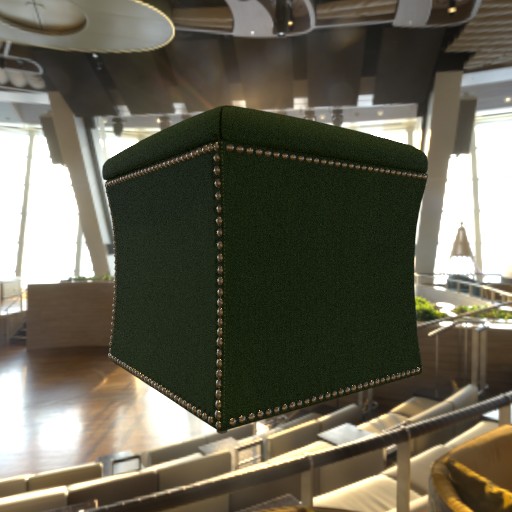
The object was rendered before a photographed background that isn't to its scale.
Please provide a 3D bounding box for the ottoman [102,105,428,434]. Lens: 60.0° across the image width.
[{"bbox_3d":[0.000,0.000,0.916,0.497,0.475,0.507,-1,2,-36],"label":"ottoman"}]
